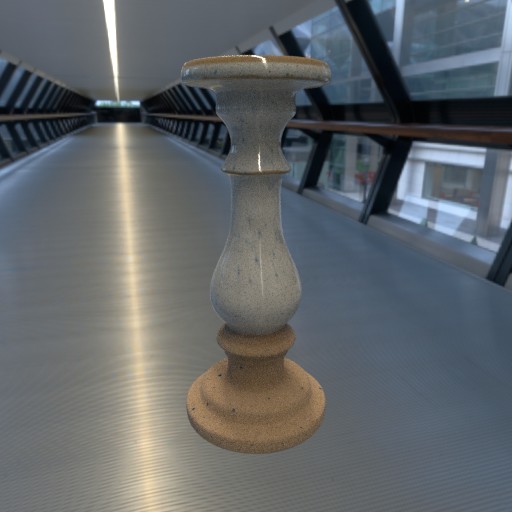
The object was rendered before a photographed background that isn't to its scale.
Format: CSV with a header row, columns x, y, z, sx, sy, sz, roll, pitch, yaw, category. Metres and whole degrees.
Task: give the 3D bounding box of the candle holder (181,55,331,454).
x,y,z,sx,sy,sz,roll,pitch,yaw,category
0.000,0.000,0.255,0.088,0.203,0.088,0,17,0,candle holder
